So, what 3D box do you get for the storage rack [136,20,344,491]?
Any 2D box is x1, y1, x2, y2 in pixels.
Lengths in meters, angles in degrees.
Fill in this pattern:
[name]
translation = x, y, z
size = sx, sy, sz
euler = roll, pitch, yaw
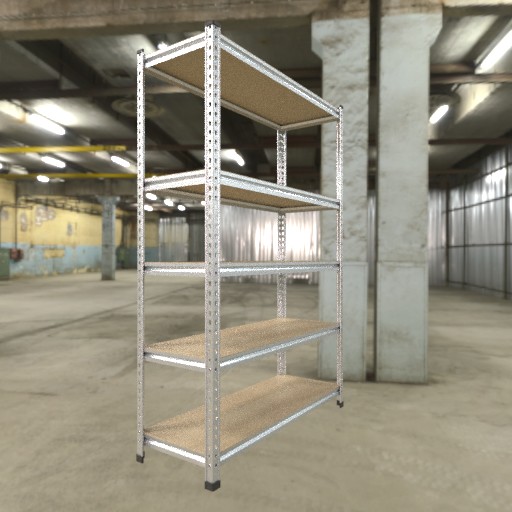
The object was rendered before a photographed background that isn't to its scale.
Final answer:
[storage rack]
translation = 0.000, 0.000, 2.344
size = 0.457, 1.829, 1.219
euler = 0, 0, 35
